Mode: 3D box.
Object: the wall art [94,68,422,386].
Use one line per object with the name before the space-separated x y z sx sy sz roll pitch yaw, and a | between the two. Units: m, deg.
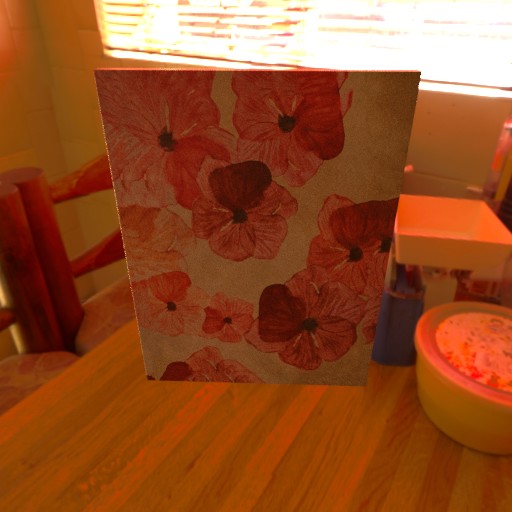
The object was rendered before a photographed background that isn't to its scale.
wall art | 0.000 0.000 1.297 0.762 1.015 0.031 1 31 2
